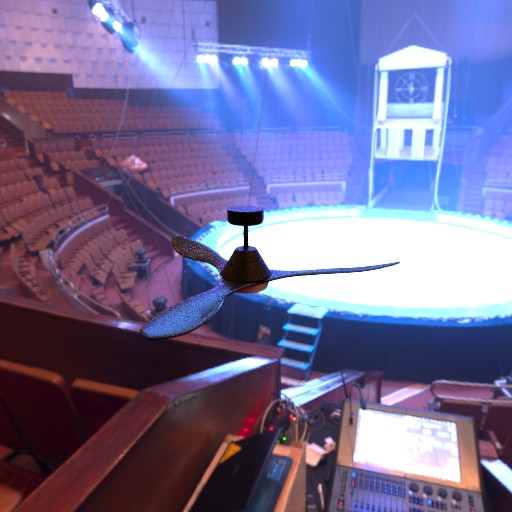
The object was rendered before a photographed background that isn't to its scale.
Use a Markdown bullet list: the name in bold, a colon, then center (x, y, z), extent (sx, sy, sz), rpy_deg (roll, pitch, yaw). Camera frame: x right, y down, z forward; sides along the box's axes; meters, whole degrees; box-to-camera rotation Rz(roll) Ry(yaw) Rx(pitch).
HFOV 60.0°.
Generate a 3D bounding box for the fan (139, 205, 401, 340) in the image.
- **fan**: center (0.000, 0.000, 1.588), extent (1.067, 0.305, 1.067), rpy_deg (3, 16, 11)
